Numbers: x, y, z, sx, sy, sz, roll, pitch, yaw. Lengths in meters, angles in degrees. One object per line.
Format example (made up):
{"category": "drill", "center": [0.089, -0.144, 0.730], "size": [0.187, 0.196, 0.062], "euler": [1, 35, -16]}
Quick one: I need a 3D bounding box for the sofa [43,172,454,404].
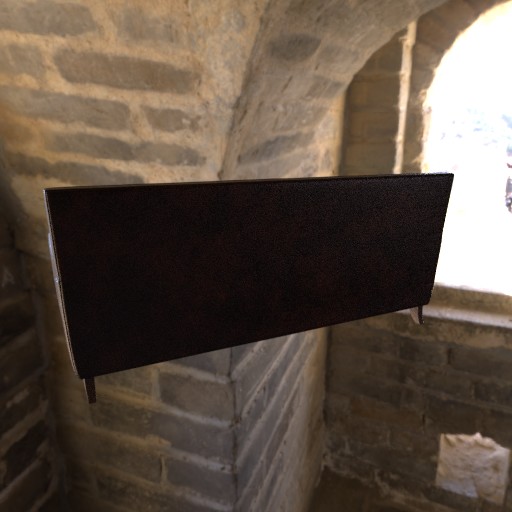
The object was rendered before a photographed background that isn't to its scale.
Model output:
{"category": "sofa", "center": [0.000, 0.000, 2.373], "size": [1.995, 0.871, 0.786], "euler": [-7, 16, -26]}
